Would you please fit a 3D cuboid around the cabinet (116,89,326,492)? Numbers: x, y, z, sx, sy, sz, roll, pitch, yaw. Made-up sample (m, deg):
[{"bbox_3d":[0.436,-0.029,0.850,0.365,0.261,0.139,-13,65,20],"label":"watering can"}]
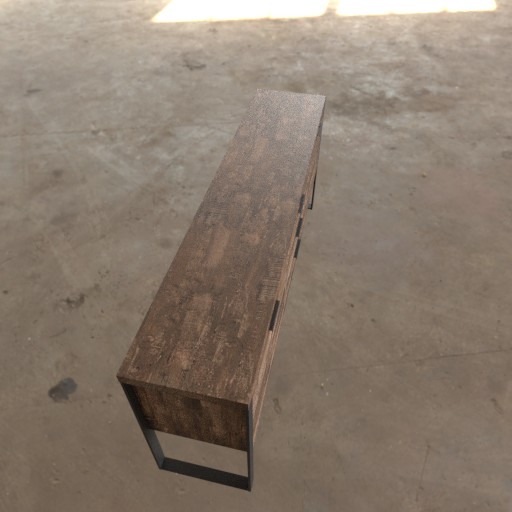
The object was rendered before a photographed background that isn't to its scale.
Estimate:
[{"bbox_3d":[0.000,0.000,2.094,0.395,0.762,1.800,9,47,9],"label":"cabinet"}]
